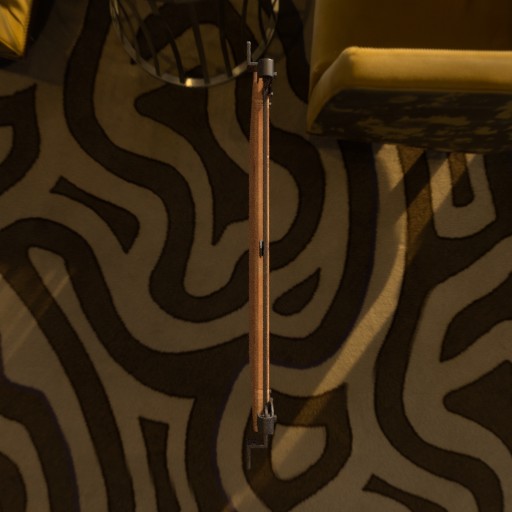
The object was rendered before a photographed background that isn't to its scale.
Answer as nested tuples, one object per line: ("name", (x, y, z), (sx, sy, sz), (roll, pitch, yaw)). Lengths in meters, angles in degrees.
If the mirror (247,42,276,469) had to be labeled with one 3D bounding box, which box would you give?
("mirror", (0.000, 0.000, 1.176), (0.054, 0.800, 0.805), (0, 90, -2))
